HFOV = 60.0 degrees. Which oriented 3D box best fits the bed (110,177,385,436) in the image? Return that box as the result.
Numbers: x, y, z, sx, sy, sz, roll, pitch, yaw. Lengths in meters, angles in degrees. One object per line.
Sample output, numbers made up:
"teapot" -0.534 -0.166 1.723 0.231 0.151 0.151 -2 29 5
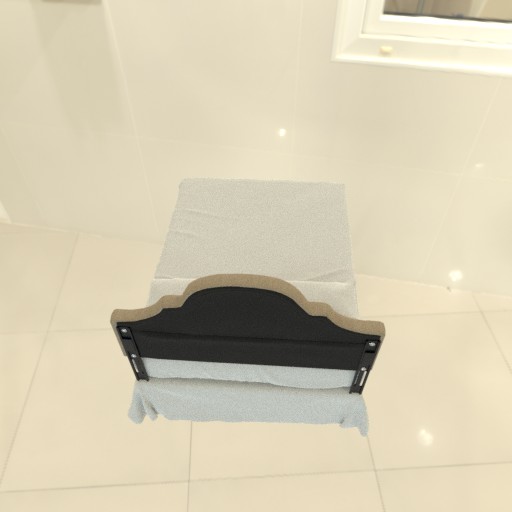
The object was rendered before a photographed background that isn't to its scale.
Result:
"bed" 0.000 0.000 3.494 1.780 1.634 2.222 3 47 3
